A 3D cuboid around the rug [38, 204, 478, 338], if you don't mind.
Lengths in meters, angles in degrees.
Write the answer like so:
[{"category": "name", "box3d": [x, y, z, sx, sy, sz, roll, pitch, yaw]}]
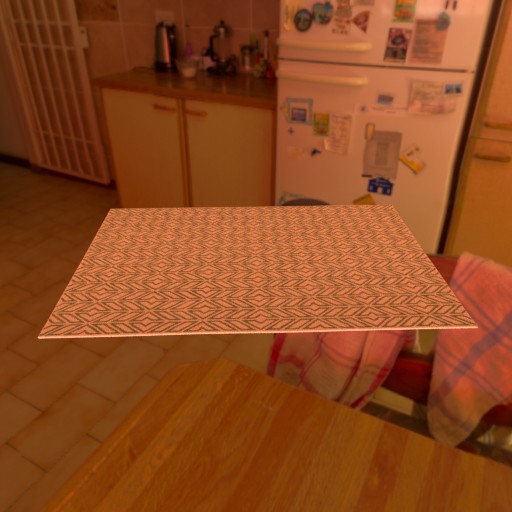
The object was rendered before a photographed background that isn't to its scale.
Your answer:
[{"category": "rug", "box3d": [0.000, 0.000, 2.359, 1.828, 0.007, 1.220, -1, 31, -2]}]
